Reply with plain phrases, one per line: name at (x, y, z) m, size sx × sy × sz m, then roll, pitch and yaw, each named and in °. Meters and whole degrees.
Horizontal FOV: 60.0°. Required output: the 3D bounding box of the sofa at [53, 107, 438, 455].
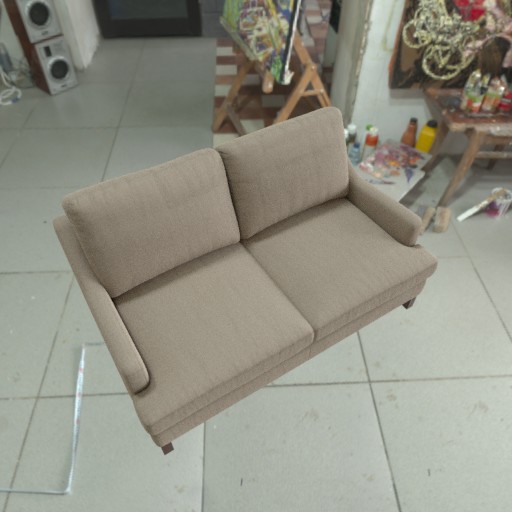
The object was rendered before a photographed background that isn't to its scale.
sofa at (0.000, 0.000, 2.210) m, size 1.619 × 0.910 × 1.004 m, roll -25°, pitch 52°, yaw -21°
